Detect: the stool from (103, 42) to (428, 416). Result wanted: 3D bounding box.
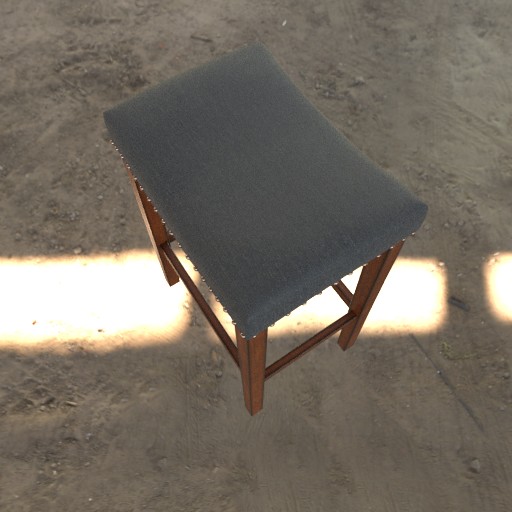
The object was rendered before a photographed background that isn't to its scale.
[{"bbox_3d":[0.000,0.000,1.046,0.366,0.748,0.502,-31,67,-15],"label":"stool"}]
